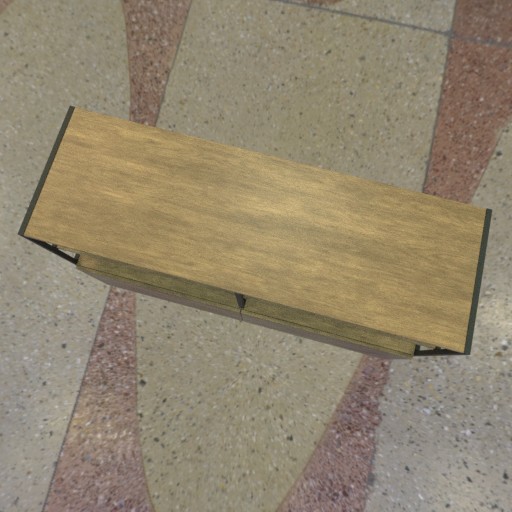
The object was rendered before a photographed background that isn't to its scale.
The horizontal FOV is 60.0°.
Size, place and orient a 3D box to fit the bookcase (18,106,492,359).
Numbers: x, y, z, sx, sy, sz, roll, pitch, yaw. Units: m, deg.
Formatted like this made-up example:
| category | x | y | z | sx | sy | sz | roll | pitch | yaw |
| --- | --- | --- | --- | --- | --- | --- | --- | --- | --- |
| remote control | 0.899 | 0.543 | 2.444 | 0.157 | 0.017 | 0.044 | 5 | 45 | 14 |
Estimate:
| category | x | y | z | sx | sy | sz | roll | pitch | yaw |
| --- | --- | --- | --- | --- | --- | --- | --- | --- | --- |
| bookcase | 0.000 | 0.000 | 1.470 | 1.149 | 0.712 | 0.391 | 15 | 77 | 3 |
